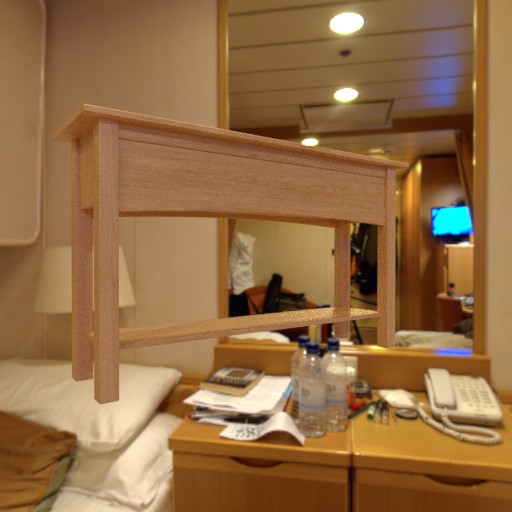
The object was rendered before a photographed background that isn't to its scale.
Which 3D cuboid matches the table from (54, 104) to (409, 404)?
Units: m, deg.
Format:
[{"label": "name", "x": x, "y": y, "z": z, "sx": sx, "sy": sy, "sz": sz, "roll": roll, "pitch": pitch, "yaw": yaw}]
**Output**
[{"label": "table", "x": 0.000, "y": 0.000, "z": 1.547, "sx": 1.240, "sy": 0.730, "sz": 0.350, "roll": 0, "pitch": 1, "yaw": -35}]
